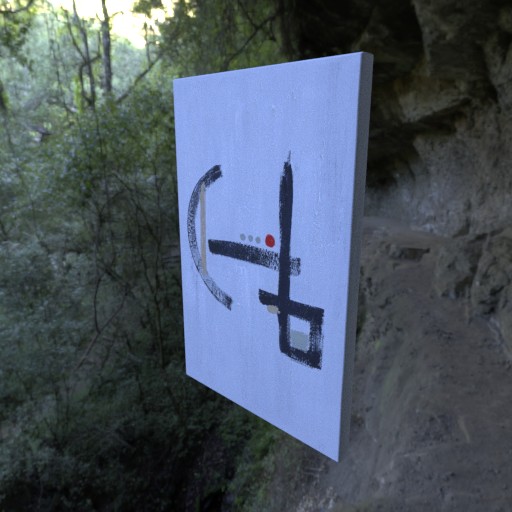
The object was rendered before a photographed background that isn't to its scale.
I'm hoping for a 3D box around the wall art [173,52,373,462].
[{"bbox_3d":[0.000,0.000,1.166,0.602,0.916,0.048,14,20,42],"label":"wall art"}]
